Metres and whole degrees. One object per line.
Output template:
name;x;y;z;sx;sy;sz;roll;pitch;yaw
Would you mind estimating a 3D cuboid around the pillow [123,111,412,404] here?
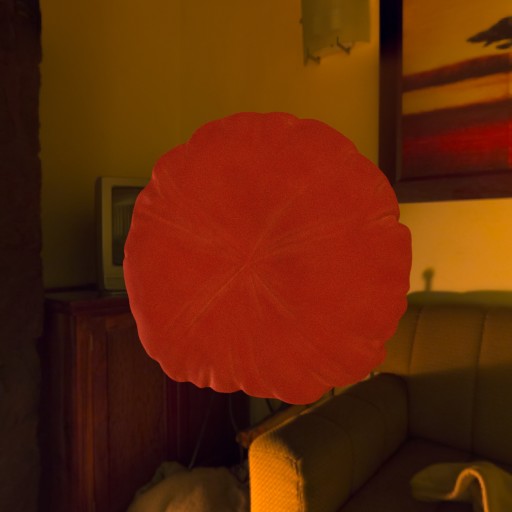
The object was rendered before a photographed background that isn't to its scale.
pillow;0.000;0.000;0.644;0.428;0.407;0.148;0;1;19
